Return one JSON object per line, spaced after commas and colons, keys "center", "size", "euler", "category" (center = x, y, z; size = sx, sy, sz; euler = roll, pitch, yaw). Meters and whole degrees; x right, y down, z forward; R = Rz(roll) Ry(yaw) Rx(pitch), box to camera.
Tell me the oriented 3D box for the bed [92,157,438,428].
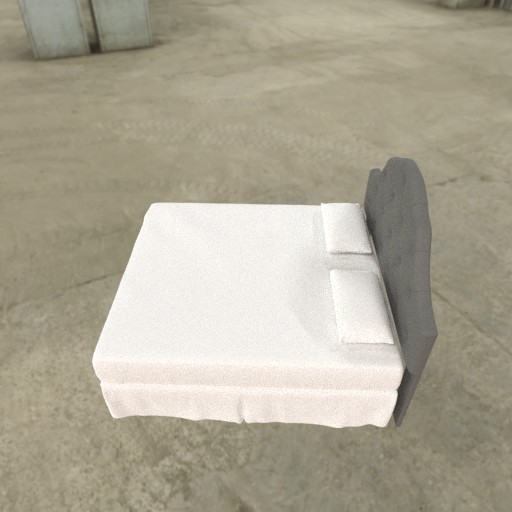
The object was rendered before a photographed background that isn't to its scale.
{"center": [0.000, 0.000, 3.539], "size": [2.214, 1.615, 2.008], "euler": [1, 41, 2], "category": "bed"}
